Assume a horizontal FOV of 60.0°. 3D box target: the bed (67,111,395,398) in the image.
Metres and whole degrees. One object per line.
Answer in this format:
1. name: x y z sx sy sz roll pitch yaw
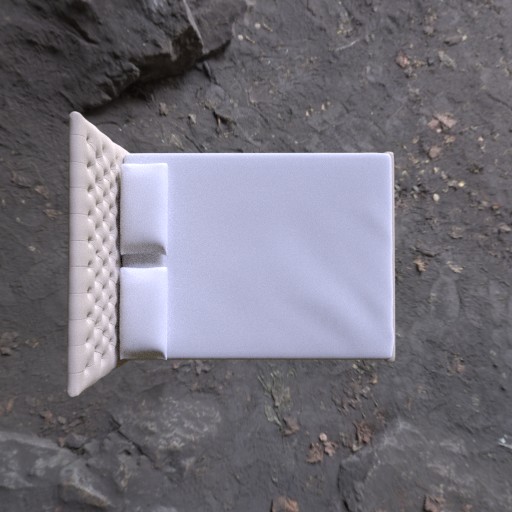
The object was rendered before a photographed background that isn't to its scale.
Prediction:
1. bed: 0.000 0.000 3.290 2.233 1.426 1.696 0 89 0
